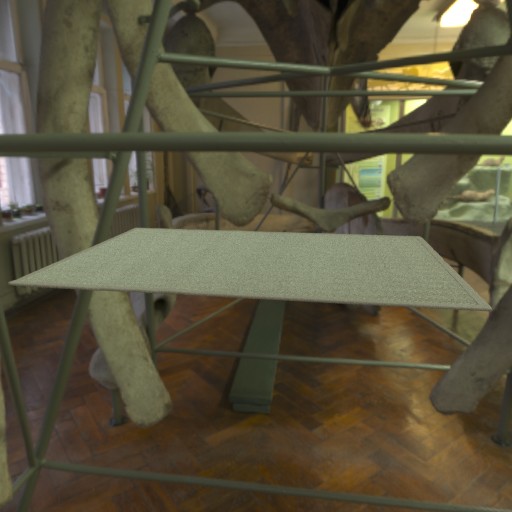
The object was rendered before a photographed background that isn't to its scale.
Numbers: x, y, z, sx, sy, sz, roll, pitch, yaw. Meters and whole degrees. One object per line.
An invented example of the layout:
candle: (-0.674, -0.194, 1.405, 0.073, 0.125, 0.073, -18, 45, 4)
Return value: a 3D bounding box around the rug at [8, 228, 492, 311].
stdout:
rug: (0.000, 0.000, 2.793, 2.290, 0.021, 1.540, 2, 14, 9)
